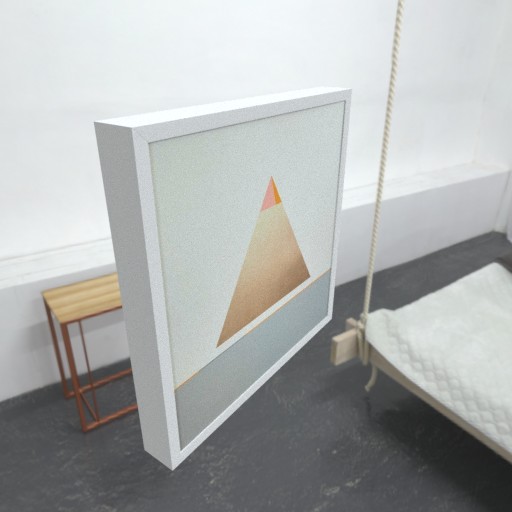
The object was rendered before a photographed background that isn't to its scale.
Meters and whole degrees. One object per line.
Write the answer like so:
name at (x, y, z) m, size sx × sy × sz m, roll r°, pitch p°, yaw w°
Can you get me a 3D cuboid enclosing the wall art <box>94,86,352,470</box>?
wall art at (0.000, 0.000, 0.457) m, size 0.038 × 0.304 × 0.305 m, roll 18°, pitch 31°, yaw 32°
